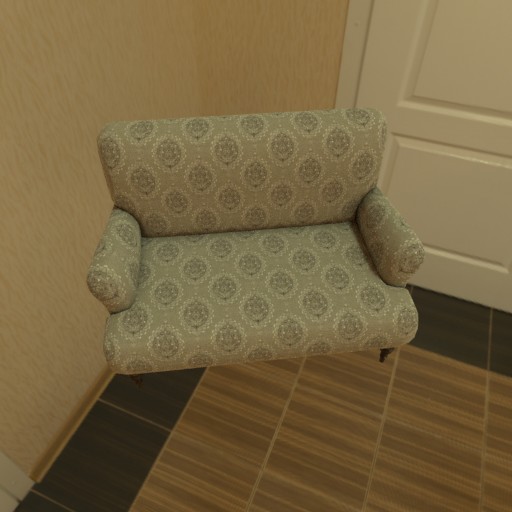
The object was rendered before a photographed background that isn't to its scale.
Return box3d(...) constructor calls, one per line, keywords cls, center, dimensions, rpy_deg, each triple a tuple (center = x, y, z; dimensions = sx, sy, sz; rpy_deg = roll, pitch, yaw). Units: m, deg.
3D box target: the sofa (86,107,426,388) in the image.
box3d(cls="sofa", center=(0.000, 0.000, 1.863), dimensions=(1.297, 0.889, 0.779), rpy_deg=(-5, 46, -5))
